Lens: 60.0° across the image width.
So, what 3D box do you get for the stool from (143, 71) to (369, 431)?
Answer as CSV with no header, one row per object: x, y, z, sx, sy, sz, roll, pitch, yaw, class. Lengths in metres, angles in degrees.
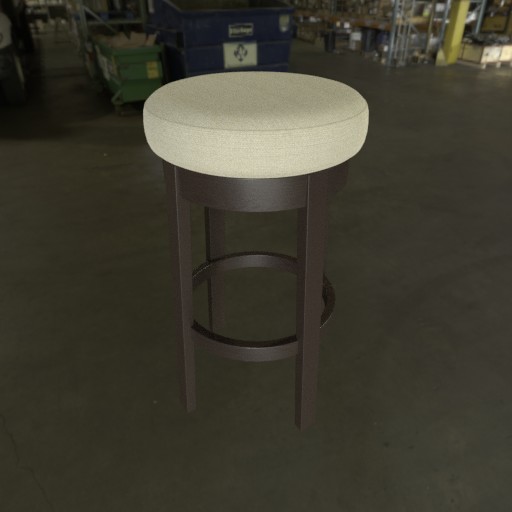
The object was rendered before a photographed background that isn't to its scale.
0.000,0.000,1.033,0.446,0.758,0.446,0,32,0,stool
